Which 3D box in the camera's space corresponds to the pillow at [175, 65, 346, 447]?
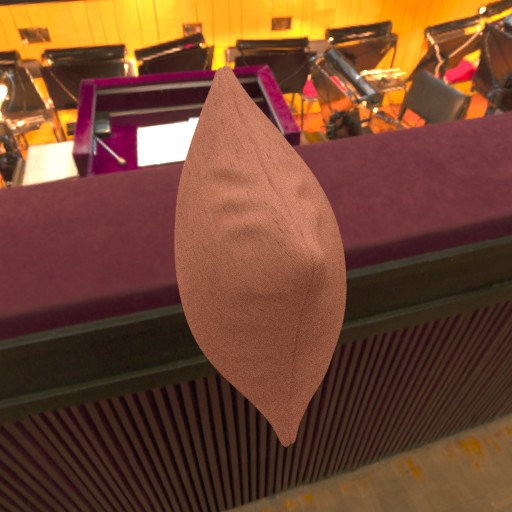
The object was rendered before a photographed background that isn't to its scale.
[{"bbox_3d":[0.000,0.000,0.676,0.246,0.415,0.432,-10,47,-10],"label":"pillow"}]
